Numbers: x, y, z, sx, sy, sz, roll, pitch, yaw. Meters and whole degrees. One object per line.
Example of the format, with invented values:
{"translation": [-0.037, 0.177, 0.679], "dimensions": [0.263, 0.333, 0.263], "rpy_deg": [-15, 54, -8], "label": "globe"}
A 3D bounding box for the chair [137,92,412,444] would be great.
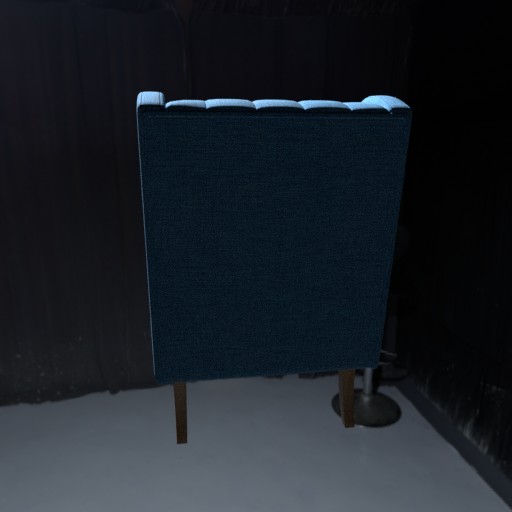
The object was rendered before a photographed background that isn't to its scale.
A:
{"translation": [0.000, 0.000, 1.446], "dimensions": [0.711, 0.952, 0.775], "rpy_deg": [-2, 14, -8], "label": "chair"}
